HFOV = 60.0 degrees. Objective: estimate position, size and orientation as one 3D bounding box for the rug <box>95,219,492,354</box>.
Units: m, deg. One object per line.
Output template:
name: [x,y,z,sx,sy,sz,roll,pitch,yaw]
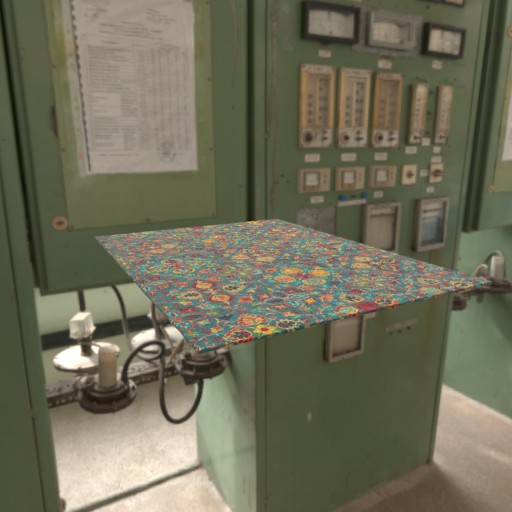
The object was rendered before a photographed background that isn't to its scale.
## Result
rug: [0.000,0.000,4.231,2.434,0.025,3.204,-8,17,-28]
